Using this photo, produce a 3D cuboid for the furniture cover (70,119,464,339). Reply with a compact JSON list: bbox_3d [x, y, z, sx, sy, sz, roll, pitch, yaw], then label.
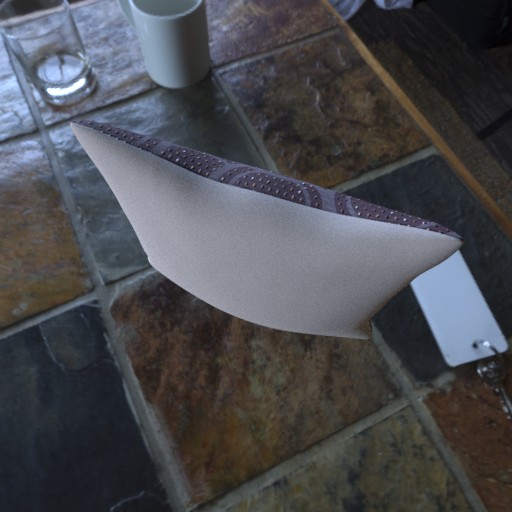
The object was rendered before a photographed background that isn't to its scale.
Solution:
[{"bbox_3d":[0.000,0.000,0.810,0.552,0.509,0.193,18,68,8],"label":"furniture cover"}]
